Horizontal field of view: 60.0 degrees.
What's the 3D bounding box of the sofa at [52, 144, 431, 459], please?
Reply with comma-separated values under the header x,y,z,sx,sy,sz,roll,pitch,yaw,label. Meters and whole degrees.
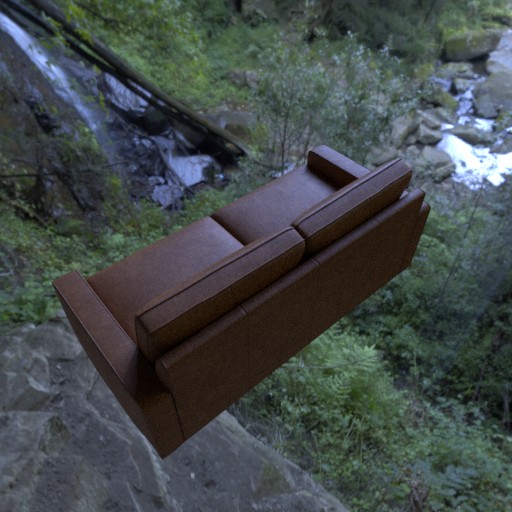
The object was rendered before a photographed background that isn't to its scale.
x,y,z,sx,sy,sz,roll,pitch,yaw,label
0.000,0.000,2.697,2.156,0.928,0.991,-31,54,-27,sofa
